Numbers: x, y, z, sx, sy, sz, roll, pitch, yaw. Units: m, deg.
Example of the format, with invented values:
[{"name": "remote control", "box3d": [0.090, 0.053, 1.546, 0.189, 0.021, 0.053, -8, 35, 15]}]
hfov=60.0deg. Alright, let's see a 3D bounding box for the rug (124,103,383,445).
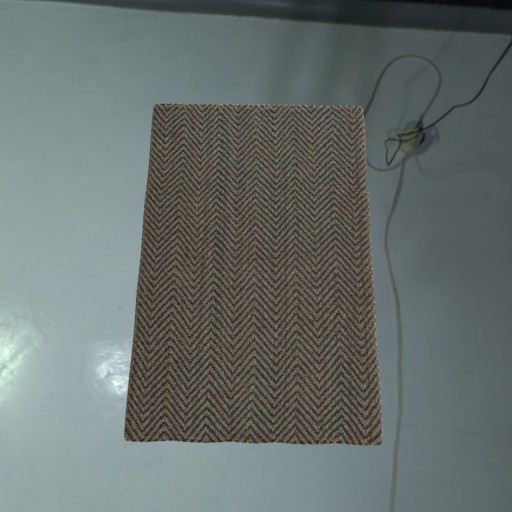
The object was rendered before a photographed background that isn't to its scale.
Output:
[{"name": "rug", "box3d": [0.000, 0.000, 2.326, 1.219, 0.008, 1.828, 1, 74, 0]}]
